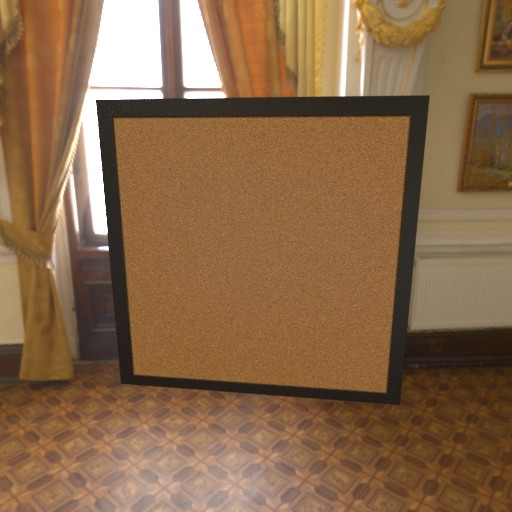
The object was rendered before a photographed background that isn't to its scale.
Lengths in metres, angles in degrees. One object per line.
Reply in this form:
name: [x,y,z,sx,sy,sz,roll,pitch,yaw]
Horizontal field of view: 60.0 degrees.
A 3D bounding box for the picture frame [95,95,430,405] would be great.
picture frame: [0.000,0.000,0.525,0.355,0.353,0.029,2,15,7]
